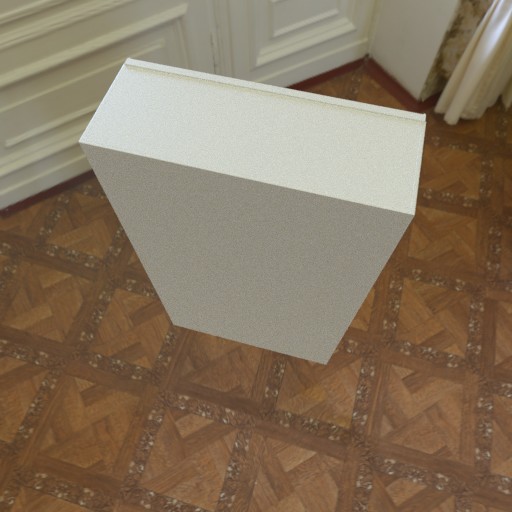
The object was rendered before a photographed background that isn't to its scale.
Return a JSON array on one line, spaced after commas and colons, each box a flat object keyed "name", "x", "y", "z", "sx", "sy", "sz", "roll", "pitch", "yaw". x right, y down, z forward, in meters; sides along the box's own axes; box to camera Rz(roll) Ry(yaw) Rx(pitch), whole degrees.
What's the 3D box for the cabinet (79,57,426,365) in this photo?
[{"name": "cabinet", "x": 0.000, "y": 0.000, "z": 2.647, "sx": 1.250, "sy": 2.160, "sz": 0.480, "roll": 13, "pitch": 64, "yaw": 7}]
